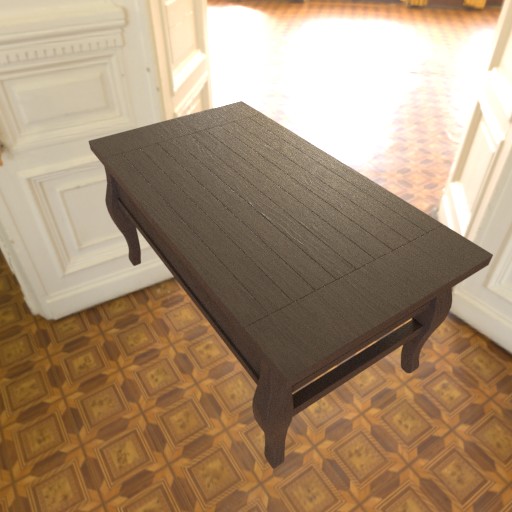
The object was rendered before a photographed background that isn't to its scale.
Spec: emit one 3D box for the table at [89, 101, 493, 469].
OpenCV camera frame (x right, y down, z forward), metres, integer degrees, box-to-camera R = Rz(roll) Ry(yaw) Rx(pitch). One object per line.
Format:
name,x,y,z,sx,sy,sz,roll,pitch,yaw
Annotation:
table,0.000,0.000,1.376,0.600,0.494,1.062,-24,47,-25
